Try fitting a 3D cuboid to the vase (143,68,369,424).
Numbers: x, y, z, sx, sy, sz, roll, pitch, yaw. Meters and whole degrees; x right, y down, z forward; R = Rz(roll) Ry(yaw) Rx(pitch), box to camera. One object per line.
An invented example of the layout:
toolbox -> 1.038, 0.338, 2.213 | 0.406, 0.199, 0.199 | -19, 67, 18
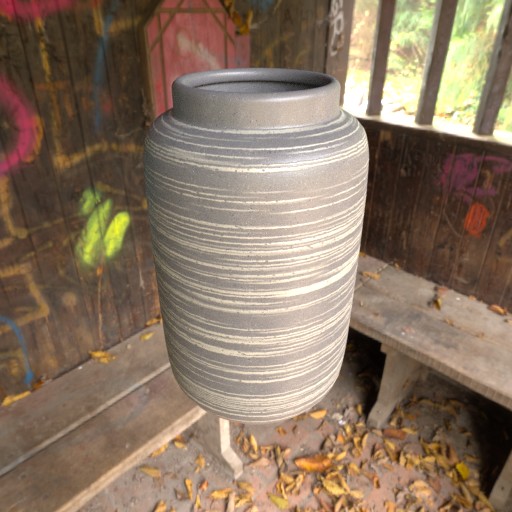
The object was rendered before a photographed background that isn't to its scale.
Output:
vase -> 0.000, 0.000, 0.663 | 0.297, 0.499, 0.297 | 0, 30, 0
